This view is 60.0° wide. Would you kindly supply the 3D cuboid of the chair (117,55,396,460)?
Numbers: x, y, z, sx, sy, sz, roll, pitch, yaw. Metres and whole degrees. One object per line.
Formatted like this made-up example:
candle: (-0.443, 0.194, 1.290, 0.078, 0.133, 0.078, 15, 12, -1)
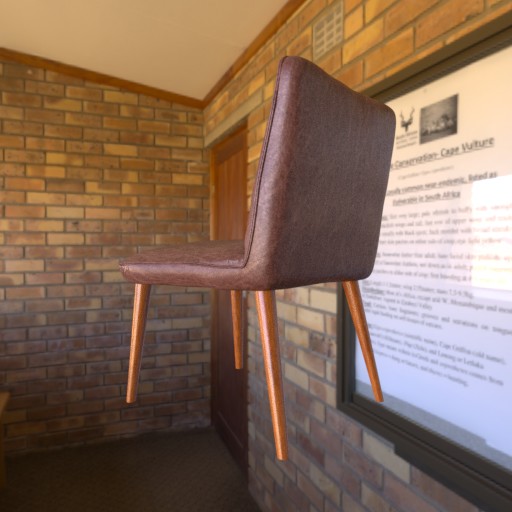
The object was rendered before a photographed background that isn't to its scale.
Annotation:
chair: (0.000, 0.000, 1.217, 0.645, 0.803, 0.543, 1, 1, 36)
